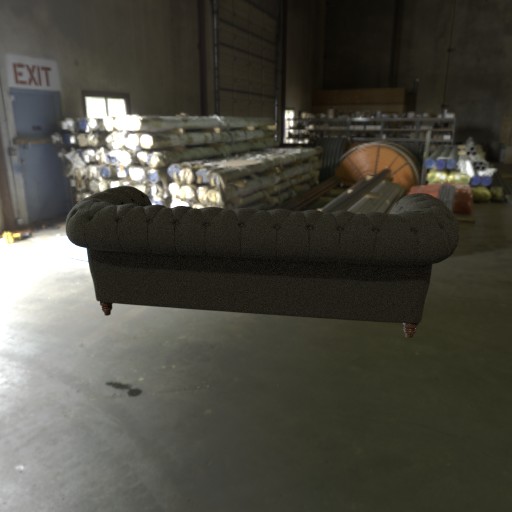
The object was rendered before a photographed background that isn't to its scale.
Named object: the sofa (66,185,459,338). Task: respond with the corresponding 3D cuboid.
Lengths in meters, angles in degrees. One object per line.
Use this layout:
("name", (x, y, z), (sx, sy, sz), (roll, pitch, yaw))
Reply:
("sofa", (0.000, 0.000, 2.813), (2.362, 0.762, 0.991), (3, 17, 9))
